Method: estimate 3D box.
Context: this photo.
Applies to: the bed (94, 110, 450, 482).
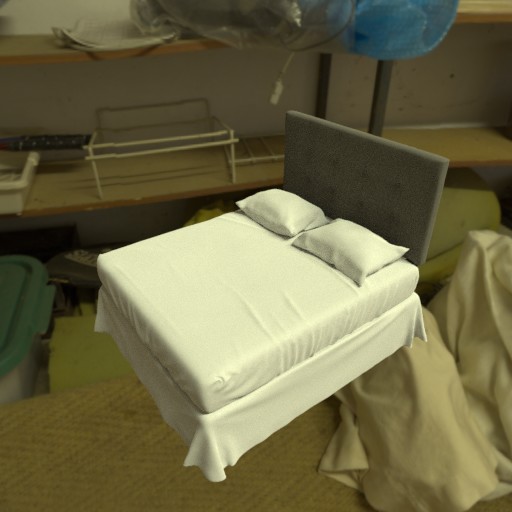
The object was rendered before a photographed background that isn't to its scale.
[{"bbox_3d":[0.000,0.000,3.403,2.222,1.577,1.936,-22,38,-31],"label":"bed"}]
